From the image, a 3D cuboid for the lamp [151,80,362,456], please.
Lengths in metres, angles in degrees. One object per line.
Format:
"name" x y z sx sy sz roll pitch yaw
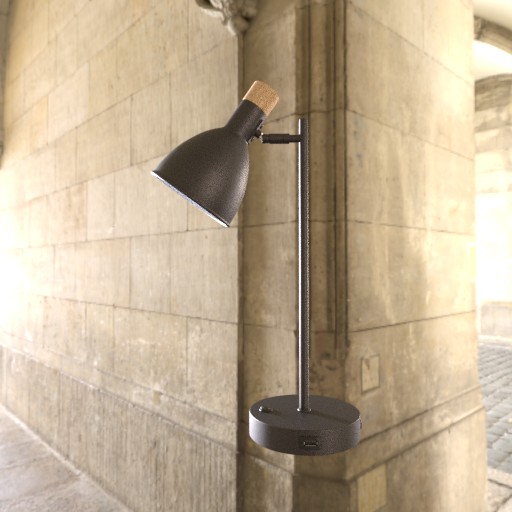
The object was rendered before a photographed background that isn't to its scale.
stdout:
"lamp" 0.000 0.000 0.610 0.287 0.483 0.152 0 -1 0
